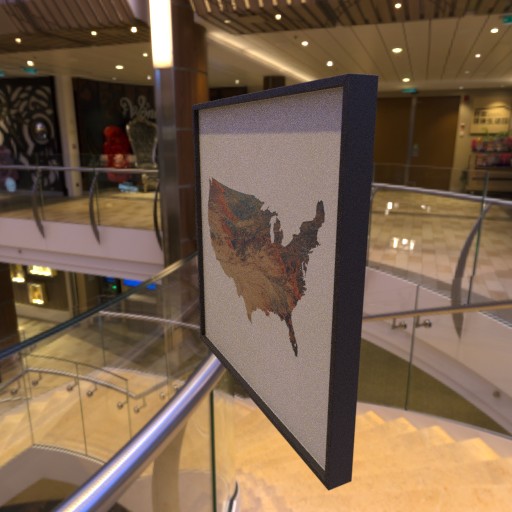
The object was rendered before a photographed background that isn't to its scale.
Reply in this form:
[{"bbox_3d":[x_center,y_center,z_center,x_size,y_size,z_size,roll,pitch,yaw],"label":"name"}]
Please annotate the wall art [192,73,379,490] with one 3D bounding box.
[{"bbox_3d":[0.000,0.000,0.739,0.038,0.507,0.507,-7,17,-25],"label":"wall art"}]
